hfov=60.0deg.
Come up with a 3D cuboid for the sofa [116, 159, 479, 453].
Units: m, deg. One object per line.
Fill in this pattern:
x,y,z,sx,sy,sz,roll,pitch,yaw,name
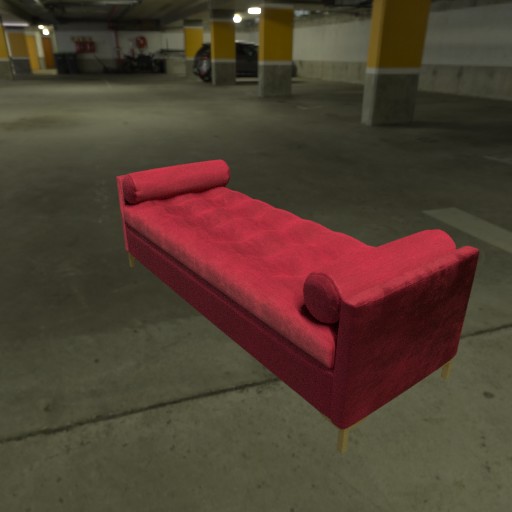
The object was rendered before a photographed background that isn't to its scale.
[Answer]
0.000,0.000,2.494,0.796,0.705,2.102,-17,30,-33,sofa
